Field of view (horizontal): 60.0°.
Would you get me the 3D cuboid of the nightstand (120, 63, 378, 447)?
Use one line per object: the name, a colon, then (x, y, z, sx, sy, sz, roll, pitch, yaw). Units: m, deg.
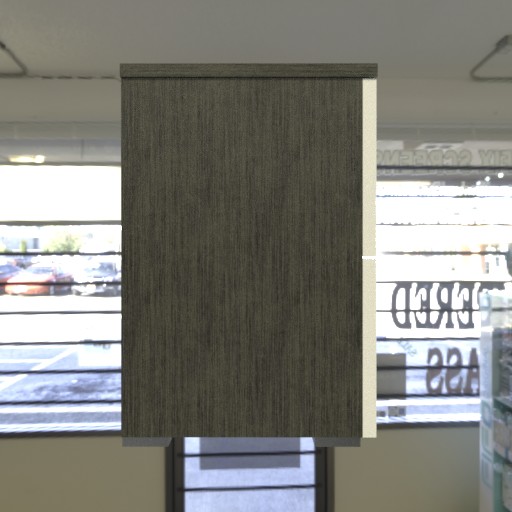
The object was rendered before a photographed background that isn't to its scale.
nightstand: (0.000, 0.000, 0.750, 0.325, 0.460, 0.441, 0, 0, 0)
